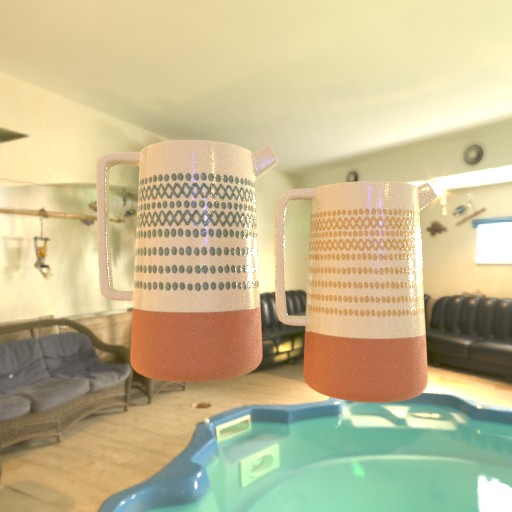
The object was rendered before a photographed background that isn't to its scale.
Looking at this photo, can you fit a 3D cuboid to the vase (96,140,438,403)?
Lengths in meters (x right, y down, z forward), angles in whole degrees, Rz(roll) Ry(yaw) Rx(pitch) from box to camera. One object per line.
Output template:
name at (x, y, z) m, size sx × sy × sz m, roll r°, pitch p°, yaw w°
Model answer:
vase at (0.000, 0.000, 0.457) m, size 0.326 × 0.247 × 0.168 m, roll 0°, pitch -1°, yaw 35°
